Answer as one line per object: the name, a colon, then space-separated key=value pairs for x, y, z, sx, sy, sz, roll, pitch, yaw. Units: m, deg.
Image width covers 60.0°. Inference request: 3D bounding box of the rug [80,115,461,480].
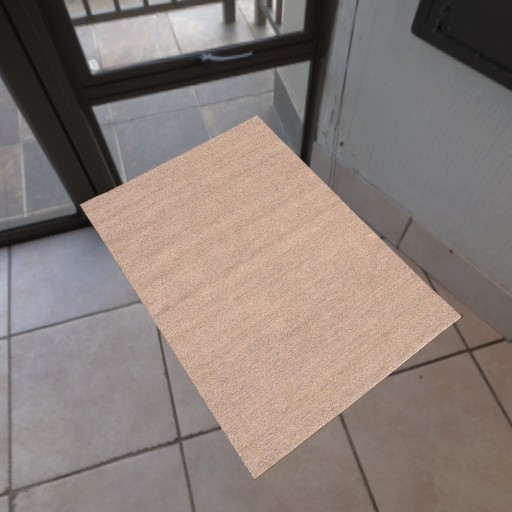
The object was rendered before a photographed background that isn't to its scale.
rug: x=0.000 y=0.000 z=3.060 sx=1.624 sy=0.030 sz=2.264 roll=-31 pitch=64 yaw=-17
